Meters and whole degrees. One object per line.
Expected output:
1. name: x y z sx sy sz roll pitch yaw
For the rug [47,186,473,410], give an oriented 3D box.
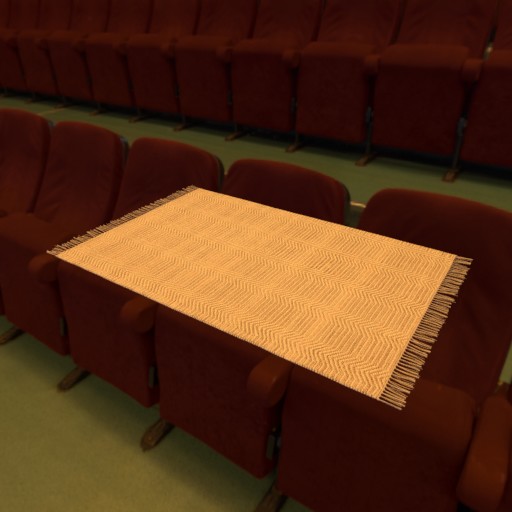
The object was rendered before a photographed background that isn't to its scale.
1. rug: 0.000 0.000 2.430 2.021 0.027 1.224 18 35 29
